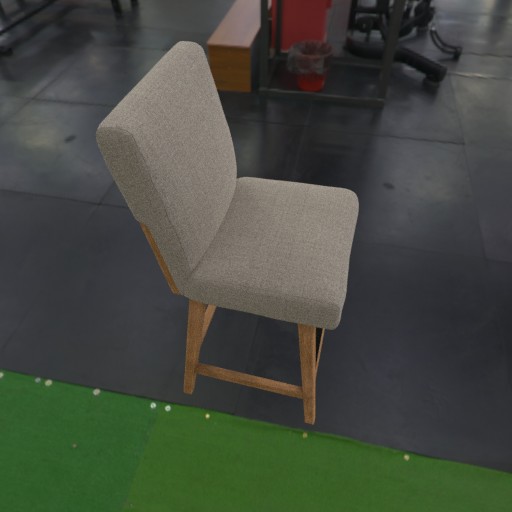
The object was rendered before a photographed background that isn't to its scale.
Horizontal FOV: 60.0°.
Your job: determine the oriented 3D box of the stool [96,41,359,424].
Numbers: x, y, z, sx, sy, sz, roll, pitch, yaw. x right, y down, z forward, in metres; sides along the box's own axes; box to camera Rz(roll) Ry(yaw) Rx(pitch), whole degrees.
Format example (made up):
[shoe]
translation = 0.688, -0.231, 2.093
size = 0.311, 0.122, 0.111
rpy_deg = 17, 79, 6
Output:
[stool]
translation = 0.000, 0.000, 1.279
size = 0.526, 1.010, 0.459
rpy_deg = 11, 48, 10
